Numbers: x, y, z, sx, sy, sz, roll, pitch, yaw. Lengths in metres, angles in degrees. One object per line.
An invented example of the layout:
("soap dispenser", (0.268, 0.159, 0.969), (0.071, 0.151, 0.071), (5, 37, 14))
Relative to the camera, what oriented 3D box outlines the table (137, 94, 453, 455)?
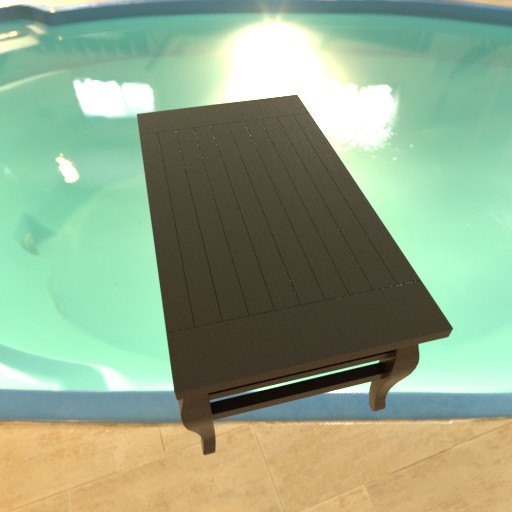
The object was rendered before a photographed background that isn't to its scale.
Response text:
("table", (0.000, 0.000, 1.410), (0.600, 0.494, 1.062), (-10, 48, -10))
